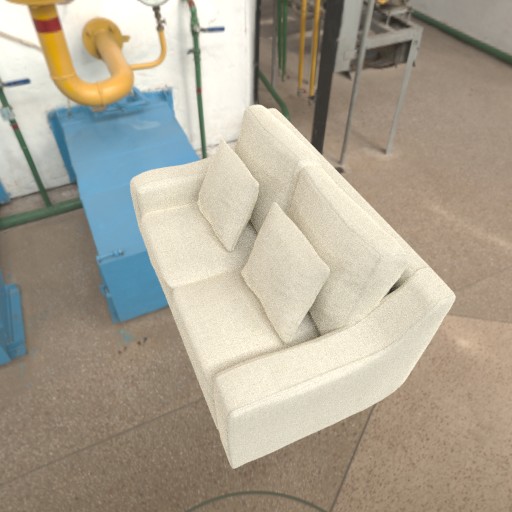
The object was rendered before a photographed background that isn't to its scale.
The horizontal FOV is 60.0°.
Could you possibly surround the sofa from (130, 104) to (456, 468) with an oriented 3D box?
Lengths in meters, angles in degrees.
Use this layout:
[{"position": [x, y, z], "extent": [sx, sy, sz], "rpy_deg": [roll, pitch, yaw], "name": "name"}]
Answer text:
[{"position": [0.000, 0.000, 2.421], "extent": [1.040, 1.047, 1.744], "rpy_deg": [-18, 49, -16], "name": "sofa"}]
